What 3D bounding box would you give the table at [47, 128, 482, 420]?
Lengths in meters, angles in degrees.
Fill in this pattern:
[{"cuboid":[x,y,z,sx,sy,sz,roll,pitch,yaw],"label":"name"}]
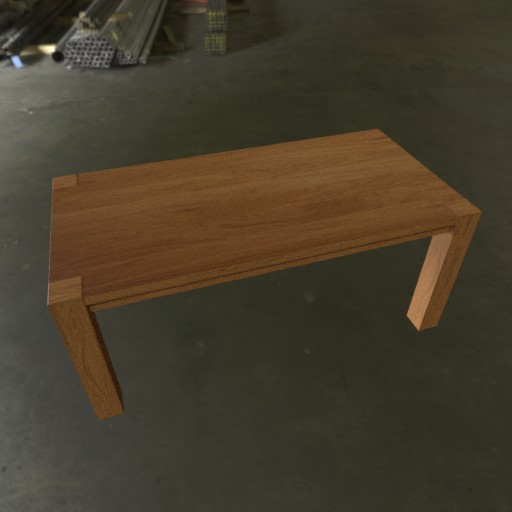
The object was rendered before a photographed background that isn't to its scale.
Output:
[{"cuboid":[0.000,0.000,2.304,1.800,0.760,0.900,-12,42,-14],"label":"table"}]
